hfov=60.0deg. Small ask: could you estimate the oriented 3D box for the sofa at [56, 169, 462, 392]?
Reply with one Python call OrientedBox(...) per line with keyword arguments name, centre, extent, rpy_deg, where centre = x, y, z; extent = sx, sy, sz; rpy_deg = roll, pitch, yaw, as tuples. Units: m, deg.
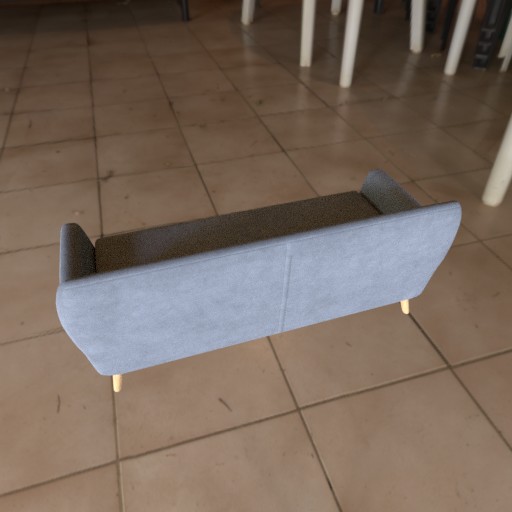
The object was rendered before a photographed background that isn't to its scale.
OrientedBox(name="sofa", centre=(0.000, 0.000, 2.440), extent=(1.970, 0.830, 0.830), rpy_deg=(-12, 42, -14))
